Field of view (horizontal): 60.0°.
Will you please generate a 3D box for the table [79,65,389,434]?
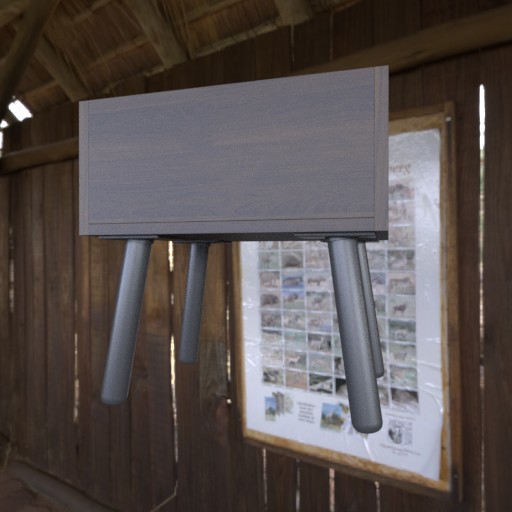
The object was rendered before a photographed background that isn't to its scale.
[{"bbox_3d":[0.000,0.000,0.786,0.450,0.470,0.370,0,0,17],"label":"table"}]
